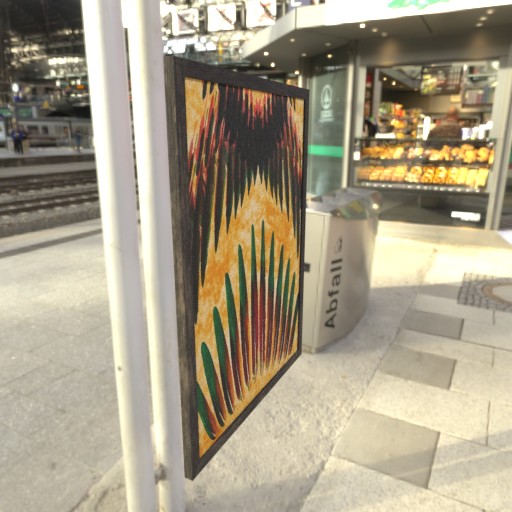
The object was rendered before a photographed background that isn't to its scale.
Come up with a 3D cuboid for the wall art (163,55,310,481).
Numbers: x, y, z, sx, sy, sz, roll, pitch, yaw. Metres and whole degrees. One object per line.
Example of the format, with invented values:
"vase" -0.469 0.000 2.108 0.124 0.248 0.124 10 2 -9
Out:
"wall art" 0.000 0.000 1.419 0.029 1.066 0.812 8 17 26
